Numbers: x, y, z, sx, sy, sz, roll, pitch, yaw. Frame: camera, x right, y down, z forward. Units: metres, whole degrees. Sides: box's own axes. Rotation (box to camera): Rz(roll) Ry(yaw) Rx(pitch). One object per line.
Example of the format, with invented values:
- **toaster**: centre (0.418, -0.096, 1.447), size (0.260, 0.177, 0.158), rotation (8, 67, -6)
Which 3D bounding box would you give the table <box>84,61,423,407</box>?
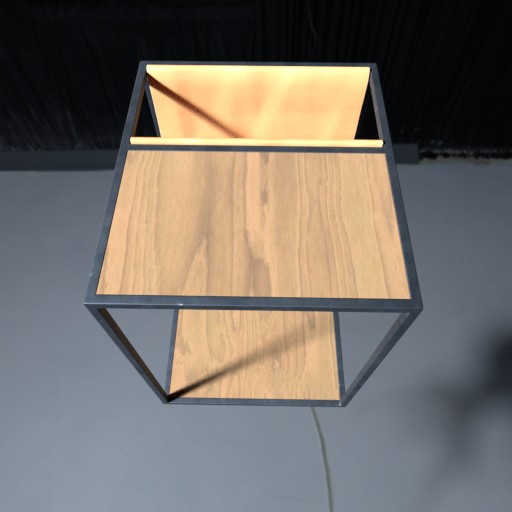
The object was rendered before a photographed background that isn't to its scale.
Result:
- **table**: centre (0.000, 0.000, 0.860), size (0.399, 0.536, 0.450), rotation (1, 59, 0)
